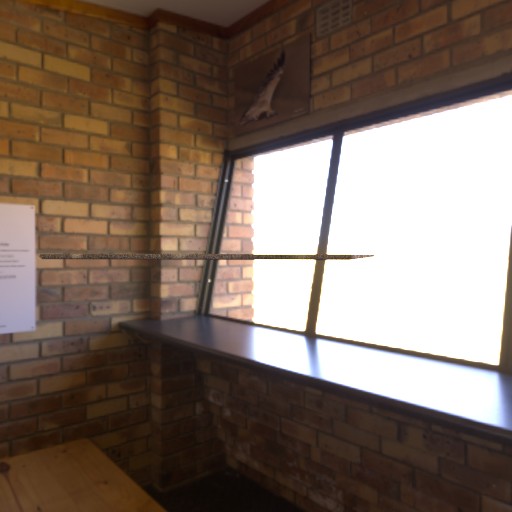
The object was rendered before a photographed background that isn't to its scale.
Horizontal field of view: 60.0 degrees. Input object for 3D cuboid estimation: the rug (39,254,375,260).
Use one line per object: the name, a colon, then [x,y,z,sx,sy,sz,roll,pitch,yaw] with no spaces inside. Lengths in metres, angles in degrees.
rug: [0.000,0.000,3.048,1.501,0.025,2.348,0,0,17]
